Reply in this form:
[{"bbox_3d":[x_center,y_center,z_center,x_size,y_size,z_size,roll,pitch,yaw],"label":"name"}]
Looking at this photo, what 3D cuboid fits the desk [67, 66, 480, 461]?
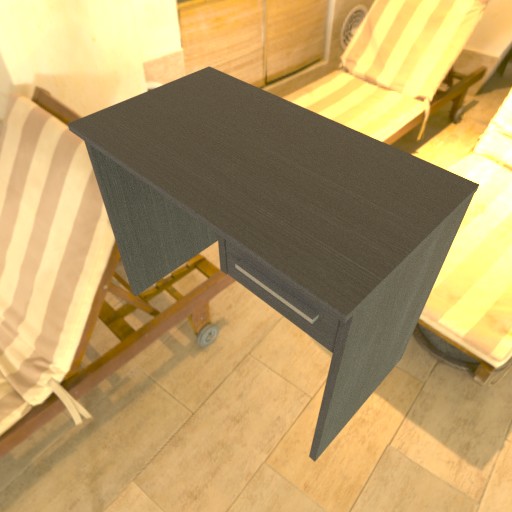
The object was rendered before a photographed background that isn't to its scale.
[{"bbox_3d":[0.000,0.000,1.328,0.893,0.724,0.498,35,55,29],"label":"desk"}]
